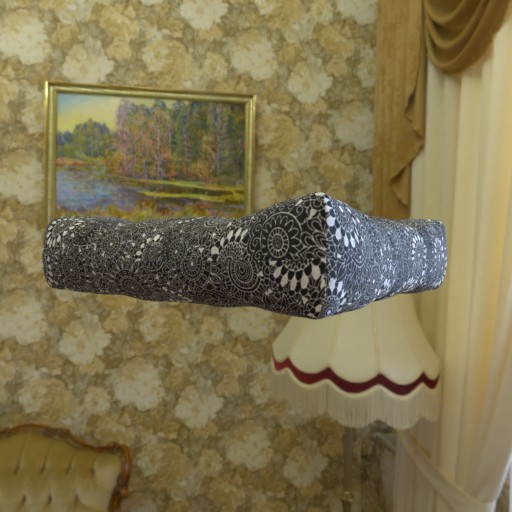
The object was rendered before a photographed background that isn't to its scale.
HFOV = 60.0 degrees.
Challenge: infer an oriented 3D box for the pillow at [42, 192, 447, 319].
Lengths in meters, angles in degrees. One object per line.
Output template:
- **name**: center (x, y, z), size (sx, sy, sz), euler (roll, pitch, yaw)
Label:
- **pillow**: center (0.000, 0.000, 0.708), size (0.490, 0.128, 0.468), euler (0, 1, 35)
